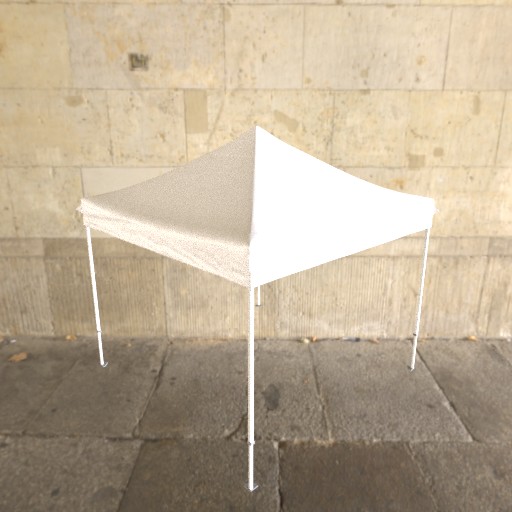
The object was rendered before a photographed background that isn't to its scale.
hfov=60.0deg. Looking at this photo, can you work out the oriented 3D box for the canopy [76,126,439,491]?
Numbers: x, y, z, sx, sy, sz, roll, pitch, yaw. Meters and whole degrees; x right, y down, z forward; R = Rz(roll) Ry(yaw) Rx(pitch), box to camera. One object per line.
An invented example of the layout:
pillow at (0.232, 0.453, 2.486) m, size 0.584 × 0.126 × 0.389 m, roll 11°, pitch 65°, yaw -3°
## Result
canopy at (0.000, 0.000, 5.327) m, size 2.996 × 2.998 × 2.994 m, roll -15°, pitch 23°, yaw -41°
